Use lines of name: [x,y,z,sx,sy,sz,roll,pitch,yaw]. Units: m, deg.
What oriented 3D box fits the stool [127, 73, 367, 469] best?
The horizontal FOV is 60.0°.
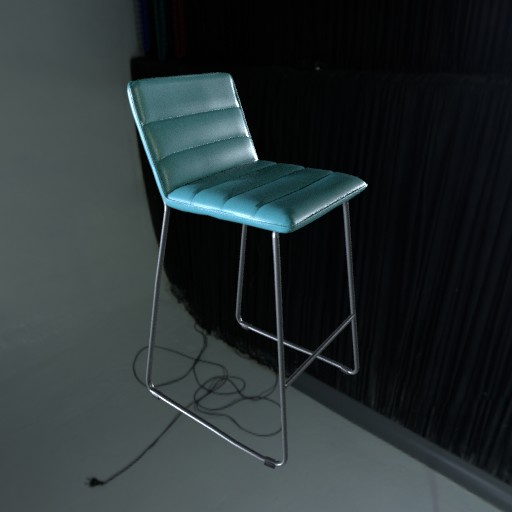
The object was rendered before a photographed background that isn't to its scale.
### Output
stool: [0.000,0.000,1.260,0.524,0.936,0.489,18,31,32]
